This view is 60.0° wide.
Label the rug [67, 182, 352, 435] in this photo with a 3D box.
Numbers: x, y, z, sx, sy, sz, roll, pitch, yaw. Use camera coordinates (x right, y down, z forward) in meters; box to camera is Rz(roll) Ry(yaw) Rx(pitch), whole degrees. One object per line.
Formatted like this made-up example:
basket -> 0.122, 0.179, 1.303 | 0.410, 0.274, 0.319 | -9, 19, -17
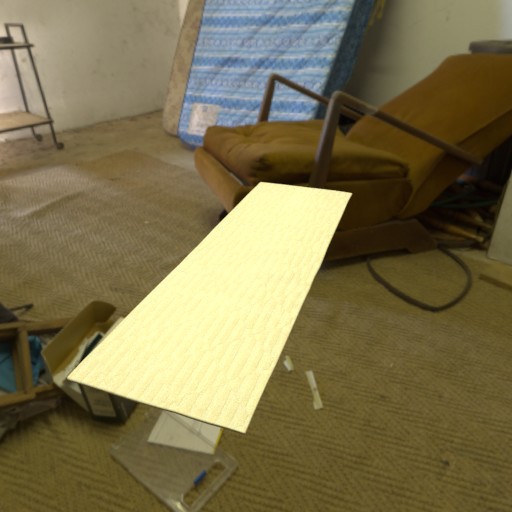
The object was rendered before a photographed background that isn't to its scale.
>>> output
rug -> 0.000, 0.000, 2.694 | 0.793, 0.014, 2.450 | 10, 31, 17
